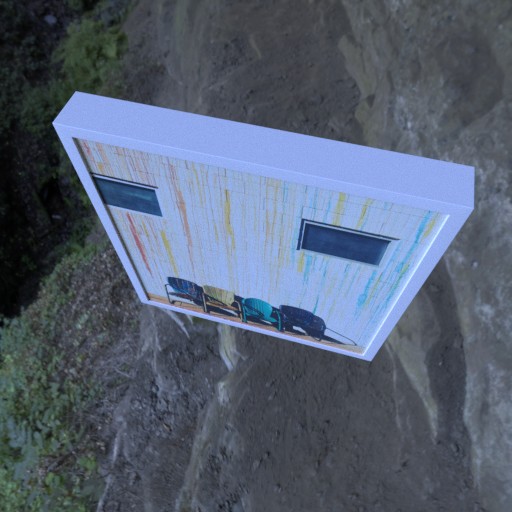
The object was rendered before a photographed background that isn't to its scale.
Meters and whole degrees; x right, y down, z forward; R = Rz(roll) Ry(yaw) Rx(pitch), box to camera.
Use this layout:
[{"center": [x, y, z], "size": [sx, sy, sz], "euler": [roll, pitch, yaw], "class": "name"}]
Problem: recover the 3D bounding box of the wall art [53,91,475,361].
[{"center": [0.000, 0.000, 0.448], "size": [0.305, 0.305, 0.038], "euler": [13, 59, 8], "class": "wall art"}]
